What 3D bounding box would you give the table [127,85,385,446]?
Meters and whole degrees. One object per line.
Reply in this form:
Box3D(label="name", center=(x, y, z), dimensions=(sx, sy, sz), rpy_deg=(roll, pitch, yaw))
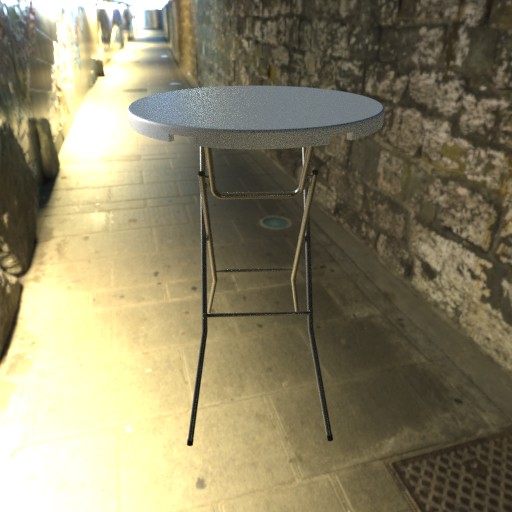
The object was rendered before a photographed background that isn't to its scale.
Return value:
Box3D(label="table", center=(0.000, 0.000, 1.665), dimensions=(0.792, 1.105, 0.795), rpy_deg=(-1, 28, -2))
